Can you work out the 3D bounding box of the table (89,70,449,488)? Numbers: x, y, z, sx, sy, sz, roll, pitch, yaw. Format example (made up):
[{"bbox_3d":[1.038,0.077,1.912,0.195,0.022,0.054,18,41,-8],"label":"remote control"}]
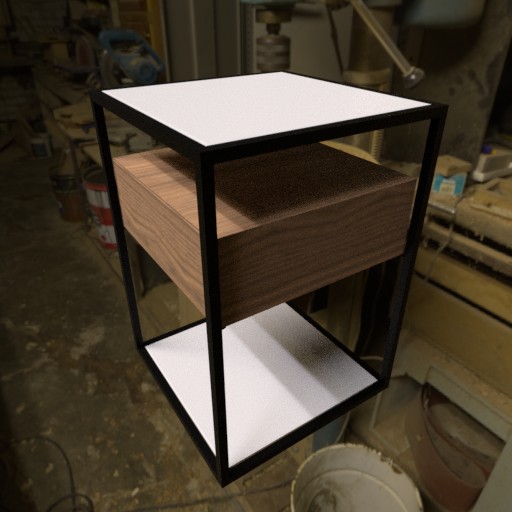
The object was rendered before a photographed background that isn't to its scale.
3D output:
[{"bbox_3d":[0.000,0.000,0.784,0.378,0.540,0.378,-19,35,-28],"label":"table"}]
